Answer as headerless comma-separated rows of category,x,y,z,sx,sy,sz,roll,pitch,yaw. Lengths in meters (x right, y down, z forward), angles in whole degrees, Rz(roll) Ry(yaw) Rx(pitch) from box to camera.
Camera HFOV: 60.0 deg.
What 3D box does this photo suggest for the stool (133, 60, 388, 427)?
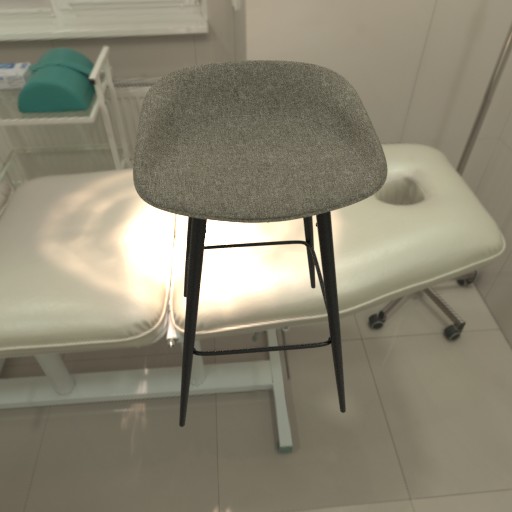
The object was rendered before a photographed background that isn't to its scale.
stool,0.000,0.000,1.118,0.469,0.814,0.480,-4,45,-4
